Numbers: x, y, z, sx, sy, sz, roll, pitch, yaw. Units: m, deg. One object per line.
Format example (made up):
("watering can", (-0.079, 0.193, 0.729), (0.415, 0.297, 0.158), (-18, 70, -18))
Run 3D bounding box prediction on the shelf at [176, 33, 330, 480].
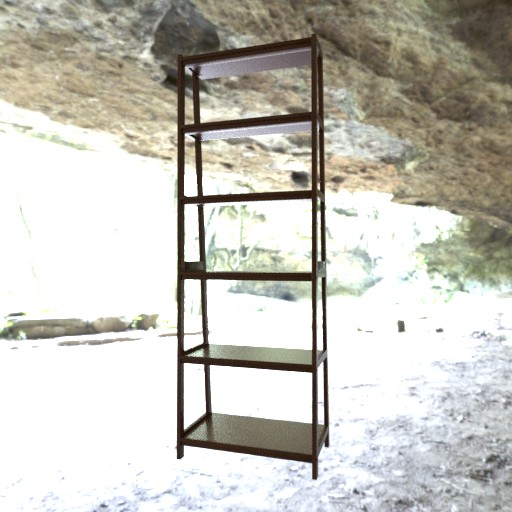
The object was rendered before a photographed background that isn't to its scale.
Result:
("shelf", (0.000, 0.000, 2.157), (0.660, 1.892, 0.382), (0, -1, 17))
